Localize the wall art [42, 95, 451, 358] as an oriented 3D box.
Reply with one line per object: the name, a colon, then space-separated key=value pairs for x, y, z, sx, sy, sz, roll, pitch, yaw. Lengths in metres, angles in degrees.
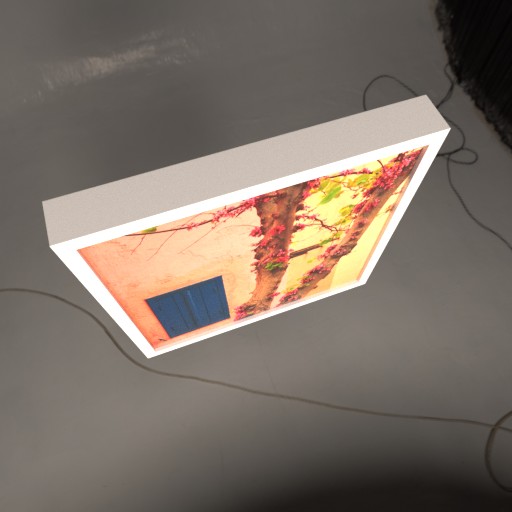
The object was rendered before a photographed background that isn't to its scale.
wall art: x=0.000 y=0.000 z=0.460 sx=0.305 sy=0.302 sz=0.038 roll=-18 pitch=64 yaw=-9
